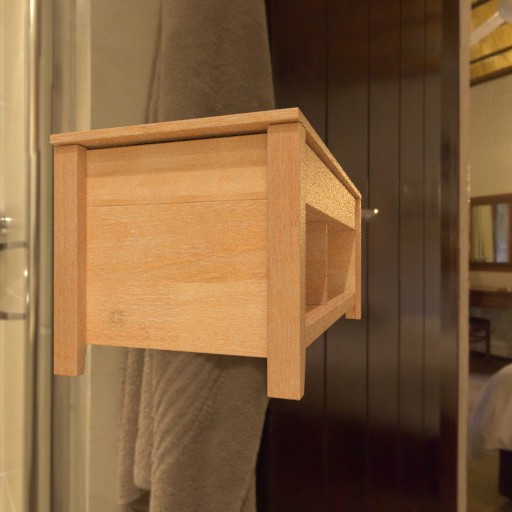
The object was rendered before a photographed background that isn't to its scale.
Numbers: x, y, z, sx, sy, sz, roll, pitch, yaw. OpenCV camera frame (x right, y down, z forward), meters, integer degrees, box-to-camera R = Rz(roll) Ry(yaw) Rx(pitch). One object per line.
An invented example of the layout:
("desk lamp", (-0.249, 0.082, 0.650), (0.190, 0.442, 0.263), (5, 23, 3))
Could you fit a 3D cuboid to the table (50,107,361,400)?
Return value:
("table", (0.000, 0.000, 1.244), (0.483, 0.457, 1.016), (0, 0, 19))
